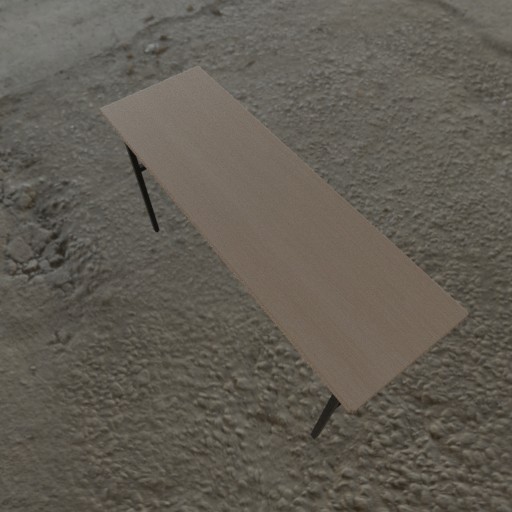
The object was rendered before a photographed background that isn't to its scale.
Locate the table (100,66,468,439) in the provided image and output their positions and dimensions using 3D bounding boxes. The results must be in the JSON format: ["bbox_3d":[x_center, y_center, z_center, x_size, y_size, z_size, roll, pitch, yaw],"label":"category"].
[{"bbox_3d":[0.000,0.000,1.778,0.447,0.750,1.397,-32,63,-19],"label":"table"}]
